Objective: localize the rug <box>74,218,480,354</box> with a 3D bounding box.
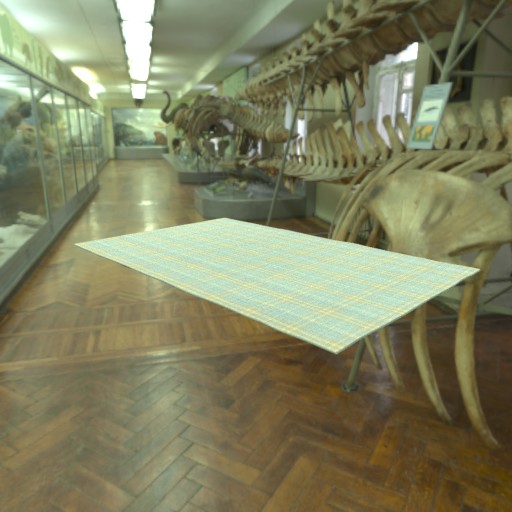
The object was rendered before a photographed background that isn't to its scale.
[{"bbox_3d":[0.000,0.000,3.098,1.545,0.016,2.460,-15,22,-43],"label":"rug"}]
